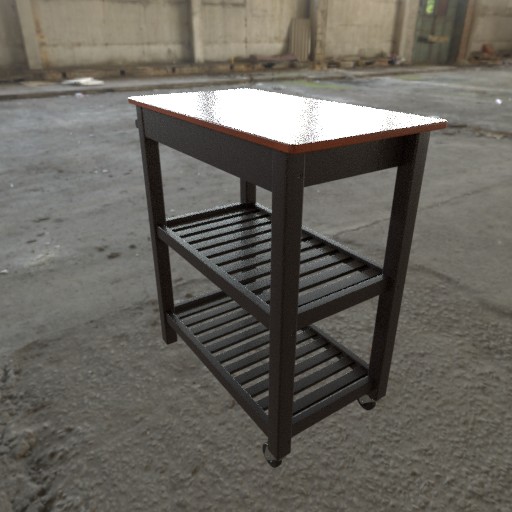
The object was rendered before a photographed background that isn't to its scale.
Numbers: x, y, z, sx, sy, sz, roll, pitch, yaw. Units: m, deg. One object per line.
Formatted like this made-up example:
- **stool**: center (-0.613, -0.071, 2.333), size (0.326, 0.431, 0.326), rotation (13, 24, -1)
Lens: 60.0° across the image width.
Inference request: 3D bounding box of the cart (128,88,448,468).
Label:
- **cart**: center (0.000, 0.000, 1.430), size (0.457, 0.927, 0.899), rotation (-17, 31, -30)
